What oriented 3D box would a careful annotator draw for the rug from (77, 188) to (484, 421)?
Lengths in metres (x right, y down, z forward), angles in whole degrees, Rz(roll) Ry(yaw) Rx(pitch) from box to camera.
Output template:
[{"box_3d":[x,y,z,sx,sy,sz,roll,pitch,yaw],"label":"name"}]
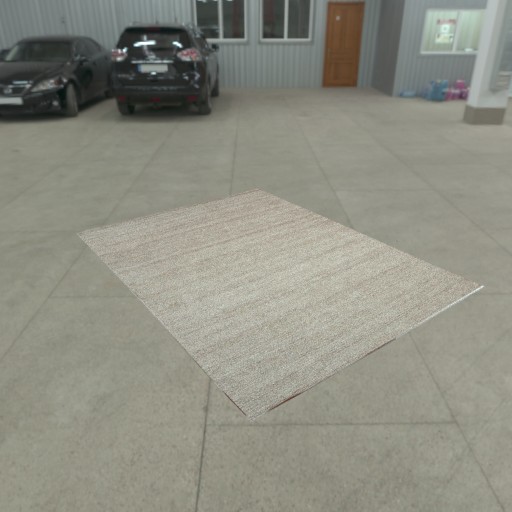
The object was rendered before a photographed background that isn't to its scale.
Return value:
[{"box_3d":[0.000,0.000,4.235,2.434,0.045,3.202,-19,32,-32],"label":"rug"}]
